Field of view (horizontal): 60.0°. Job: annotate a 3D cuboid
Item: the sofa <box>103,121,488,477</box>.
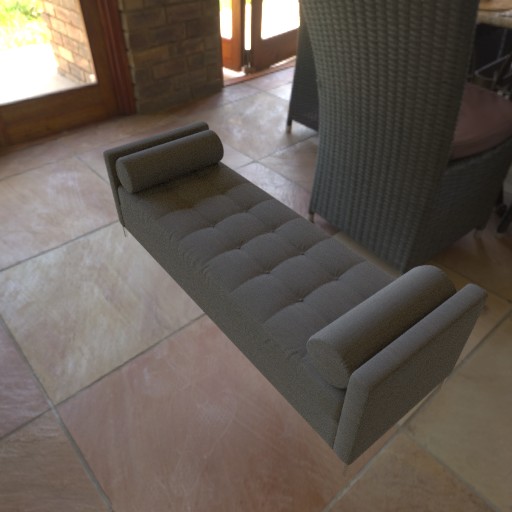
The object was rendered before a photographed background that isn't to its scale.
[{"bbox_3d":[0.000,0.000,2.283,0.686,0.635,1.981,-27,47,-28],"label":"sofa"}]
